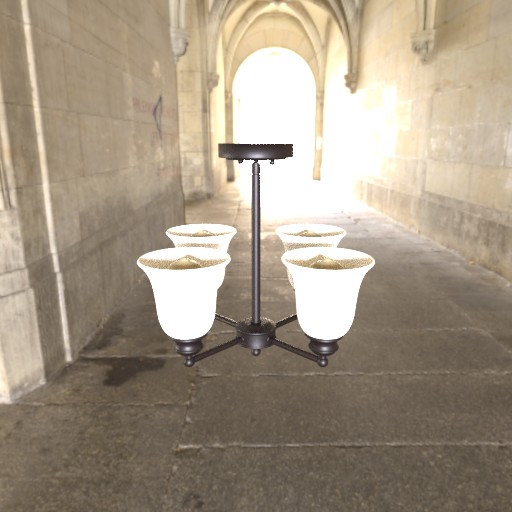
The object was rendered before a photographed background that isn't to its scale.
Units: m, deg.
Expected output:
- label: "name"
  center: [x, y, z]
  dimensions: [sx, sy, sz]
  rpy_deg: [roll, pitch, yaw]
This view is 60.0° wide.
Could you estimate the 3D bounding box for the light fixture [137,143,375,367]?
- label: "light fixture"
  center: [0.000, 0.000, 1.878]
  dimensions: [1.069, 0.925, 1.069]
  rpy_deg: [-14, 20, -43]
